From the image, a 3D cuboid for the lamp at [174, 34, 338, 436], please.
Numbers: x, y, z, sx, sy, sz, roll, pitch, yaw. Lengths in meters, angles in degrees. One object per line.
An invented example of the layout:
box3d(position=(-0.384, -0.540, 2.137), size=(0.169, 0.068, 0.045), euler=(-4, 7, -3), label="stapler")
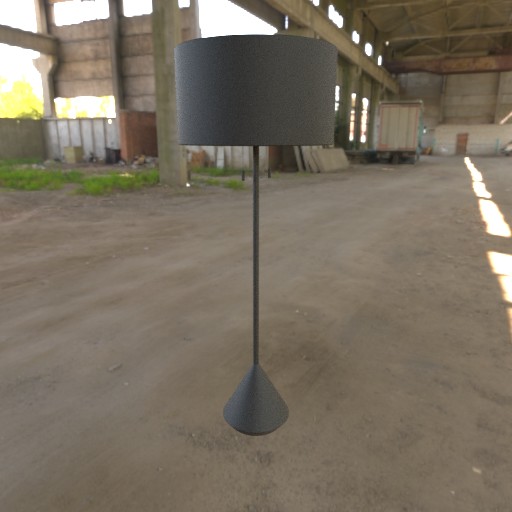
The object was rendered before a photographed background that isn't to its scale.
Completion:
box3d(position=(0.000, 0.000, 1.794), size=(0.580, 1.526, 0.580), euler=(-2, 15, -9), label="lamp")
